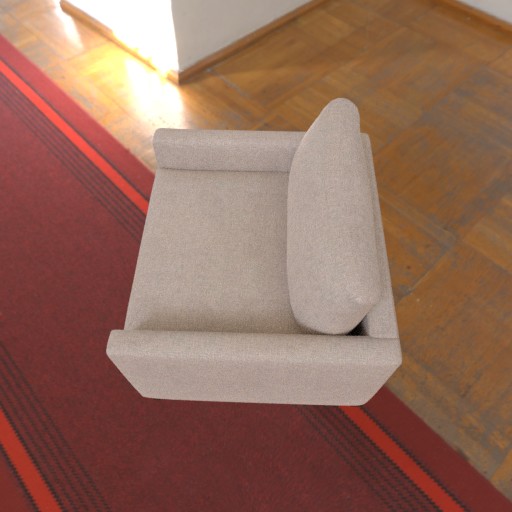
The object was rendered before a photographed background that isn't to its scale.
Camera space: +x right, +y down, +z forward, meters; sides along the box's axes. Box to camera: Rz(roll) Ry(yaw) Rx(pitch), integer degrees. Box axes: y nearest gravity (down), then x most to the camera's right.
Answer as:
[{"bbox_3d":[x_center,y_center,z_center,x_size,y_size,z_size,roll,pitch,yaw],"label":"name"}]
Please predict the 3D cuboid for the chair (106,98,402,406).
[{"bbox_3d":[0.000,0.000,1.658,0.866,0.861,0.963,2,58,1],"label":"chair"}]
